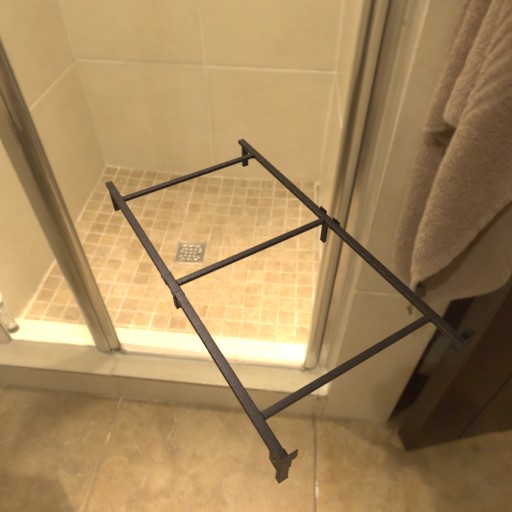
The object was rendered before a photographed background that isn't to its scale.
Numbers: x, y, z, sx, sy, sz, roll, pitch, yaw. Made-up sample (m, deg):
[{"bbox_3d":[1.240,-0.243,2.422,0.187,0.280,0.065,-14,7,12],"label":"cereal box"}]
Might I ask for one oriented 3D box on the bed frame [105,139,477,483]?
[{"bbox_3d":[0.000,0.000,2.289,0.968,0.248,1.897,-24,50,-21],"label":"bed frame"}]
